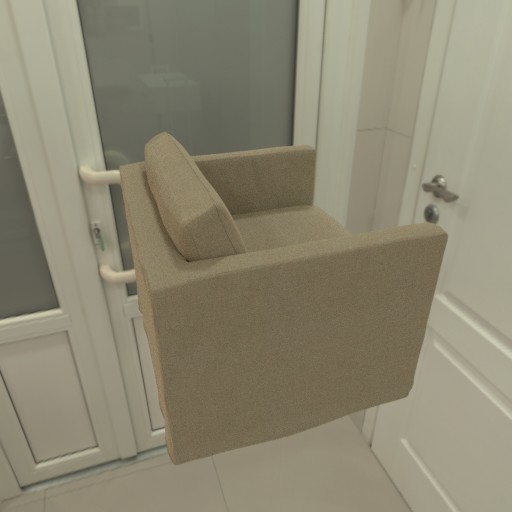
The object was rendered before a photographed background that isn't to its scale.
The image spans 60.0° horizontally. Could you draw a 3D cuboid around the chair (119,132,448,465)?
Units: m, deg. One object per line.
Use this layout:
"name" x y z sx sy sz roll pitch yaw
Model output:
"chair" 0.000 0.000 1.783 0.949 0.863 1.057 -10 31 -17
